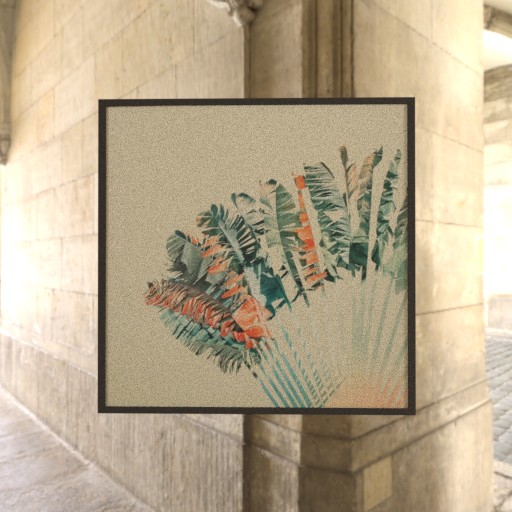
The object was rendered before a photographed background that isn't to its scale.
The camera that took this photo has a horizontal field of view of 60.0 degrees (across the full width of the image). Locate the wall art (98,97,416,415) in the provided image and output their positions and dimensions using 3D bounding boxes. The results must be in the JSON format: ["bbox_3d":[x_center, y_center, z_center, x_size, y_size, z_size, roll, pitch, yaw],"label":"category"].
[{"bbox_3d":[0.000,0.000,0.439,0.302,0.300,0.036,0,0,1],"label":"wall art"}]
